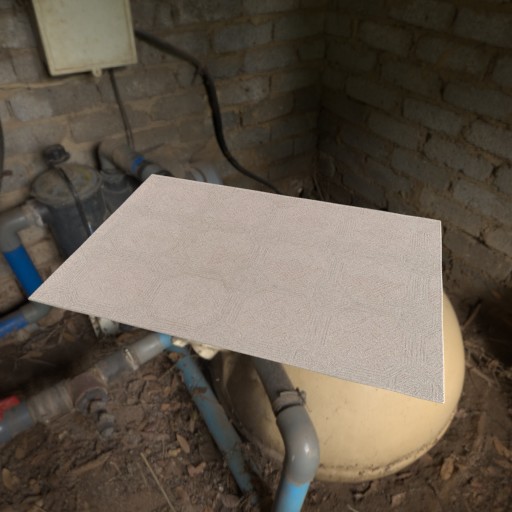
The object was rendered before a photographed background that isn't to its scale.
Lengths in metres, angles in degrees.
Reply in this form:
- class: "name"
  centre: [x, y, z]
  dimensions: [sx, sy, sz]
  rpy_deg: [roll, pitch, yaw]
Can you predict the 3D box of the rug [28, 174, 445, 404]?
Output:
- class: "rug"
  centre: [0.000, 0.000, 2.297]
  dimensions: [1.839, 0.009, 1.236]
  rpy_deg: [11, 41, 13]
